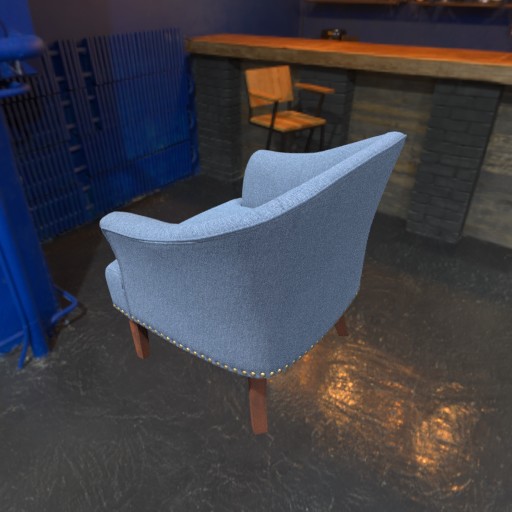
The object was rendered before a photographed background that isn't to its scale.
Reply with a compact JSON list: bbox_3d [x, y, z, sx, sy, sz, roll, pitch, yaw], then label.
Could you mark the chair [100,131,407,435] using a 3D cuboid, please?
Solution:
[{"bbox_3d":[0.000,0.000,1.418,0.704,0.815,0.772,22,37,31],"label":"chair"}]
